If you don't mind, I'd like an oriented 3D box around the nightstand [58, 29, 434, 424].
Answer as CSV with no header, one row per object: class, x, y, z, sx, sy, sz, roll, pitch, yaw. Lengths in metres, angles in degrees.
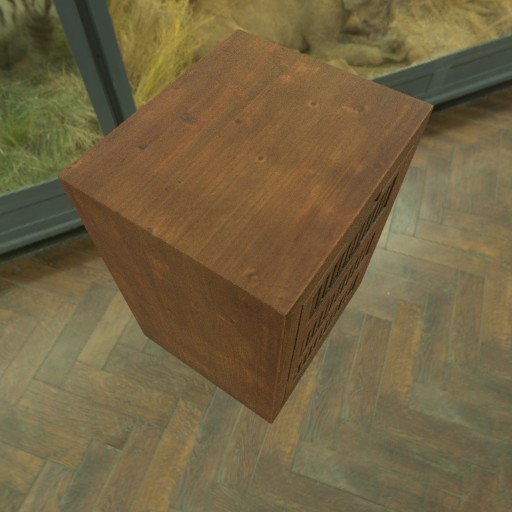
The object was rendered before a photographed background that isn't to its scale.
nightstand,0.000,0.000,0.993,0.410,0.695,0.465,30,62,18
